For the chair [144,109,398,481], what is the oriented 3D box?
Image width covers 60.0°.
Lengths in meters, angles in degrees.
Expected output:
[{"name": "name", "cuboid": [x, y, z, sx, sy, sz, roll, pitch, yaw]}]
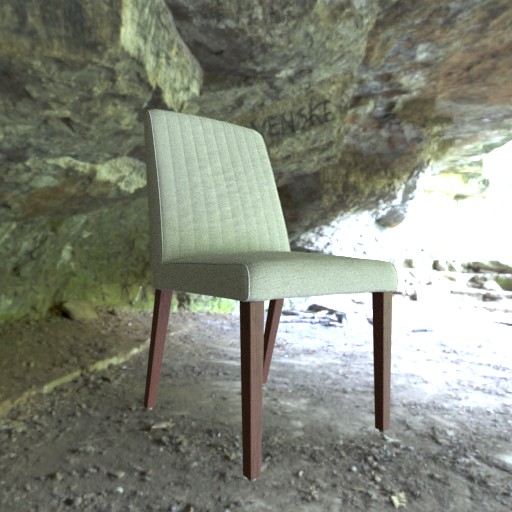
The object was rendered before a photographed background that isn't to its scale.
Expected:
[{"name": "chair", "cuboid": [0.000, 0.000, 1.230, 0.480, 0.900, 0.594, 0, 0, -36]}]
